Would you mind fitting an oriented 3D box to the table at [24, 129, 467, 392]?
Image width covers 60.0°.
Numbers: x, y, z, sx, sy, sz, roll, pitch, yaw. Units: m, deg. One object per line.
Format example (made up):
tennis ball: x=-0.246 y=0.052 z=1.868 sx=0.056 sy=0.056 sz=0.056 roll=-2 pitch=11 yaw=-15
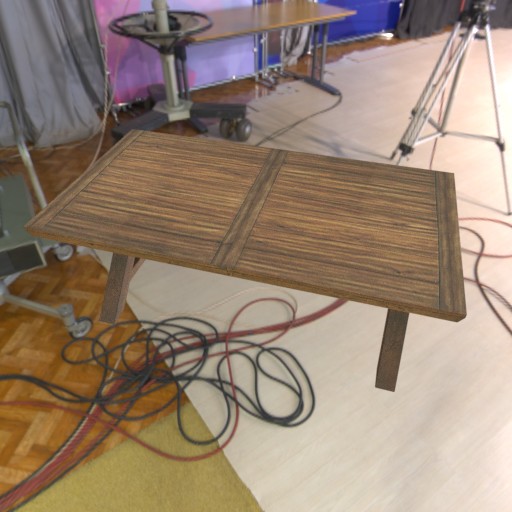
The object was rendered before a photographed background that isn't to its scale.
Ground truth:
table: x=0.000 y=0.000 z=2.525 sx=1.966 sy=0.793 sz=1.071 roll=11 pitch=42 yaw=12
